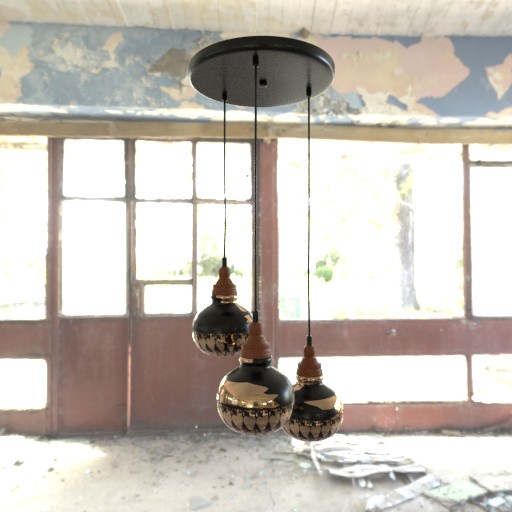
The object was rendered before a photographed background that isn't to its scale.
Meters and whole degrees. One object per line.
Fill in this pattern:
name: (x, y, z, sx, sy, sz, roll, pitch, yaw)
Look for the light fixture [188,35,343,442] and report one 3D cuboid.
light fixture: (0.000, 0.000, 1.708, 0.605, 1.410, 0.608, -1, -1, 34)
